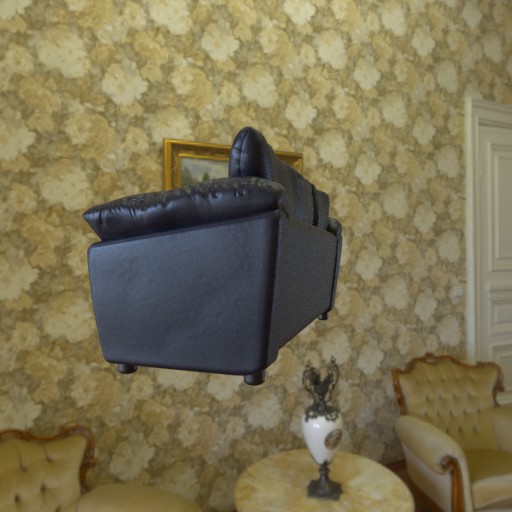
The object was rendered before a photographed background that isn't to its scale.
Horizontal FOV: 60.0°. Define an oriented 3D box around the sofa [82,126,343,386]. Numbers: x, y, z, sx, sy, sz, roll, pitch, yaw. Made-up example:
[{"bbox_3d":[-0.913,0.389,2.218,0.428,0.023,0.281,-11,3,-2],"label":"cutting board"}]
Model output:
[{"bbox_3d":[0.000,0.000,2.862,0.880,1.073,2.336,0,0,17],"label":"sofa"}]
